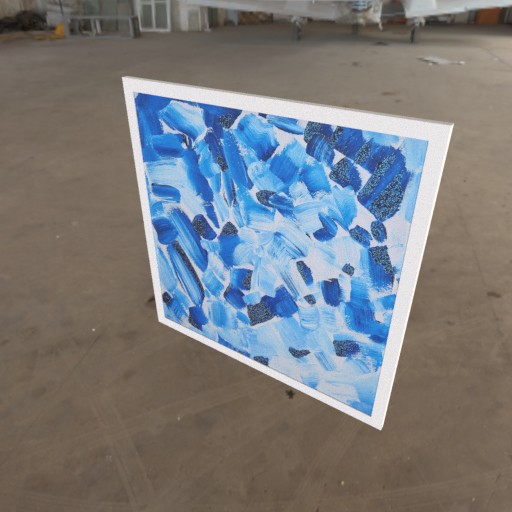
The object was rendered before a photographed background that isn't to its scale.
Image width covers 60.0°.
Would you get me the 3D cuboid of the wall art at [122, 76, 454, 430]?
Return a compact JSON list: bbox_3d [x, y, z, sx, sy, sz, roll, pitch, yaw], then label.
[{"bbox_3d":[0.000,0.000,0.950,0.660,0.660,0.015,19,37,28],"label":"wall art"}]
